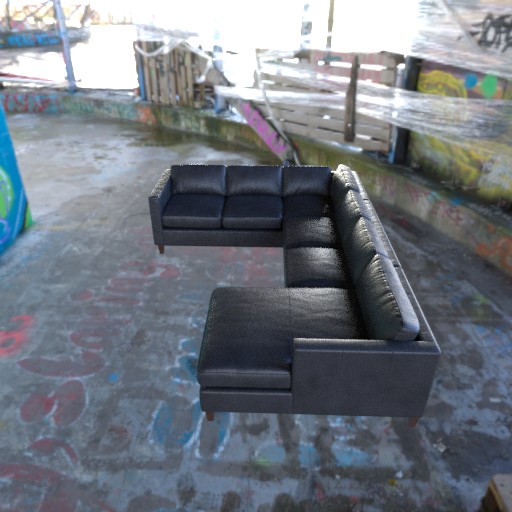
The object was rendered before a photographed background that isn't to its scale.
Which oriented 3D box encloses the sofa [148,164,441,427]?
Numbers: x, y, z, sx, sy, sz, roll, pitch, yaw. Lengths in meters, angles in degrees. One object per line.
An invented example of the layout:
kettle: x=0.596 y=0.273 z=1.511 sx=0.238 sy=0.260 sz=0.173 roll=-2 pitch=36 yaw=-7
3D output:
sofa: x=0.000 y=0.000 z=4.382 sx=2.452 sy=0.891 sz=3.324 roll=1 pitch=30 yaw=2
